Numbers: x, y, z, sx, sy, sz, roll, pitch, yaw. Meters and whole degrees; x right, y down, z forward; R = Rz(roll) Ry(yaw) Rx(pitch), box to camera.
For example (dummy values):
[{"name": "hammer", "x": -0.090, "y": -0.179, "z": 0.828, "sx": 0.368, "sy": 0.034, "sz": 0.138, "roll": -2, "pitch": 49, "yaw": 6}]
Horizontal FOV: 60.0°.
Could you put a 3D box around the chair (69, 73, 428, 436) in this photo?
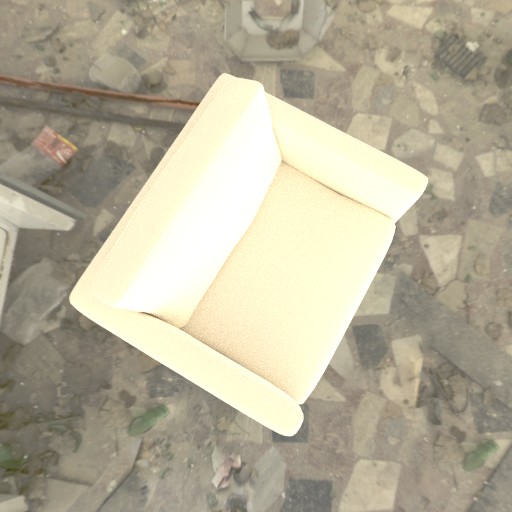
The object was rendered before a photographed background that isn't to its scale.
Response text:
[{"name": "chair", "x": 0.000, "y": 0.000, "z": 1.729, "sx": 0.878, "sy": 0.885, "sz": 1.019, "roll": 29, "pitch": 78, "yaw": 7}]
